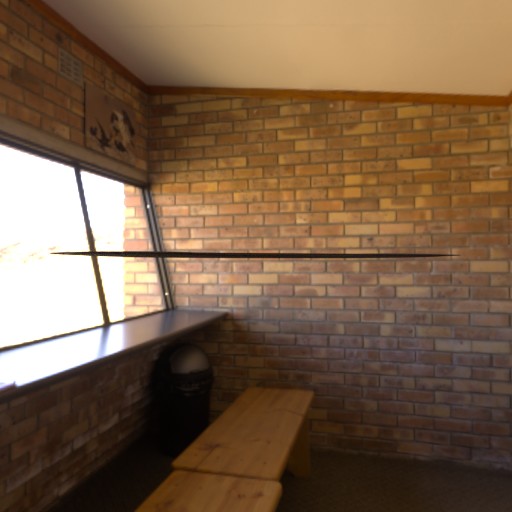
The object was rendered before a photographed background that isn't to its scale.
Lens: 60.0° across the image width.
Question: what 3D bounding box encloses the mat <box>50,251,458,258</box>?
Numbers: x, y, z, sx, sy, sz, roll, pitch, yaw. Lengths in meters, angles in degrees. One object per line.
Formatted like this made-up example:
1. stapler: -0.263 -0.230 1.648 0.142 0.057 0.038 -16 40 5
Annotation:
1. mat: 0.000 0.000 1.854 1.524 0.013 0.913 0 -1 -17
